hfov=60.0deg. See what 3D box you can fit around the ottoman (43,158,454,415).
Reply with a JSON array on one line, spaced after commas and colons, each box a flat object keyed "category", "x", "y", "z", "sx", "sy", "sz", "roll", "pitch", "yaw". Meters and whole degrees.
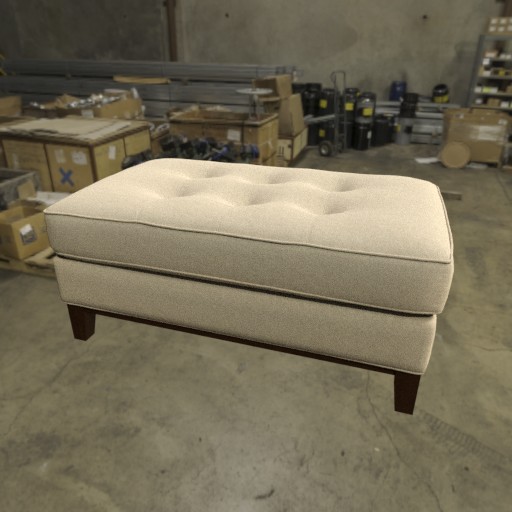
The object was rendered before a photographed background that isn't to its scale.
[{"category": "ottoman", "x": 0.000, "y": 0.000, "z": 1.486, "sx": 1.143, "sy": 0.508, "sz": 0.648, "roll": 8, "pitch": 27, "yaw": 16}]
